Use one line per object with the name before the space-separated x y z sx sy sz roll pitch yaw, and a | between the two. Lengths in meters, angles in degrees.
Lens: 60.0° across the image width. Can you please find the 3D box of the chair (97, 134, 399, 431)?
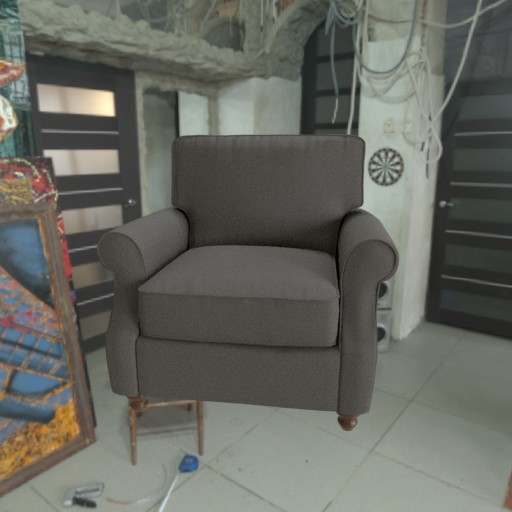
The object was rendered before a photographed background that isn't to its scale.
chair | 0.000 0.000 1.794 1.029 0.967 0.966 2 14 8
